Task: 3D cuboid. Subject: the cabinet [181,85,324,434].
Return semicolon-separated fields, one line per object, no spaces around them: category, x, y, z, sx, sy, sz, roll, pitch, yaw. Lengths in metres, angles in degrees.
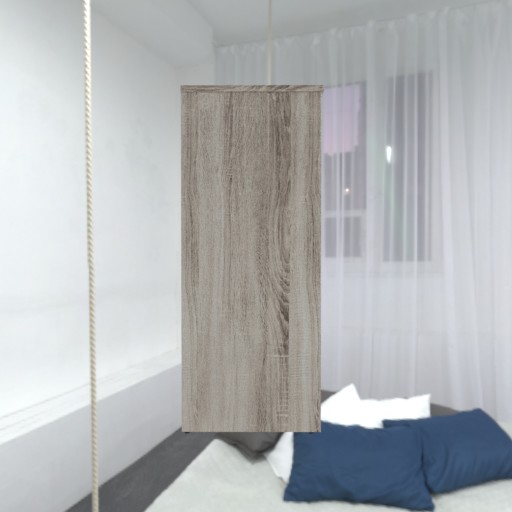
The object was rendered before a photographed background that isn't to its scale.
cabinet;0.000;0.000;1.866;0.380;0.900;1.450;0;1;0
